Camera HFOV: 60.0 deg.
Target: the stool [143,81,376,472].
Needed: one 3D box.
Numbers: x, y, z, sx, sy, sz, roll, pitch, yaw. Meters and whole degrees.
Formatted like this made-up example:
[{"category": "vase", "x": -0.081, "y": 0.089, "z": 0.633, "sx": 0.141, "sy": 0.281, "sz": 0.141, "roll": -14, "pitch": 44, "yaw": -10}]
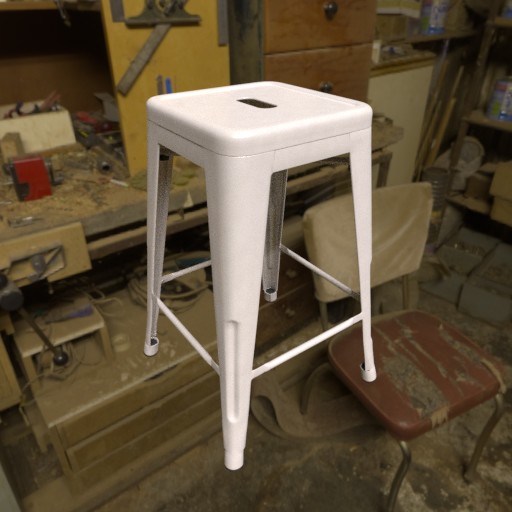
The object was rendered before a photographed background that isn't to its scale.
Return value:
[{"category": "stool", "x": 0.000, "y": 0.000, "z": 0.902, "sx": 0.406, "sy": 0.610, "sz": 0.406, "roll": -21, "pitch": 37, "yaw": -30}]
